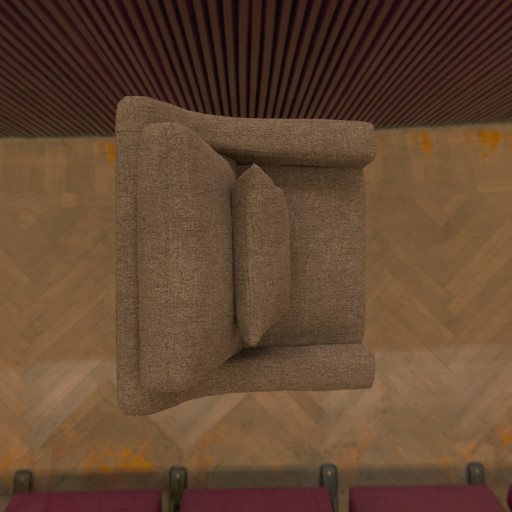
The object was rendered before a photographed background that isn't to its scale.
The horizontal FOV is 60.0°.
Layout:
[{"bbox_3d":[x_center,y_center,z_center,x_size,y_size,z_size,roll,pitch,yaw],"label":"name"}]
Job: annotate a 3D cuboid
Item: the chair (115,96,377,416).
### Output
[{"bbox_3d":[0.000,0.000,1.900,1.009,1.037,1.138,0,91,-1],"label":"chair"}]
